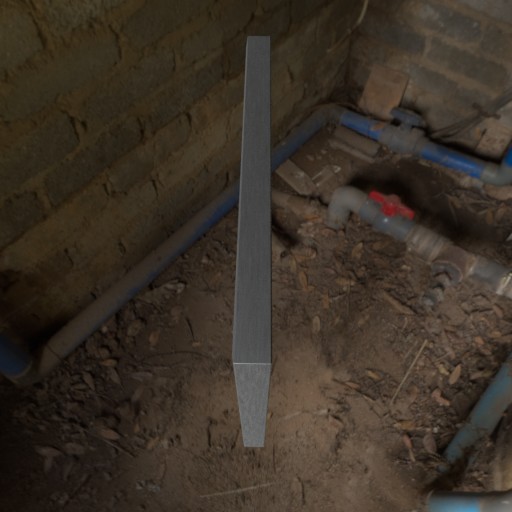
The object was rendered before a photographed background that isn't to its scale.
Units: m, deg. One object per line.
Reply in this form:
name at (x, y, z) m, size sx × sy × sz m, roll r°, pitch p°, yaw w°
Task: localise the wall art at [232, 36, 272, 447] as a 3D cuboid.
wall art at (0.000, 0.000, 0.540) m, size 0.028 × 0.330 × 0.380 m, roll 1°, pitch 58°, yaw 0°
